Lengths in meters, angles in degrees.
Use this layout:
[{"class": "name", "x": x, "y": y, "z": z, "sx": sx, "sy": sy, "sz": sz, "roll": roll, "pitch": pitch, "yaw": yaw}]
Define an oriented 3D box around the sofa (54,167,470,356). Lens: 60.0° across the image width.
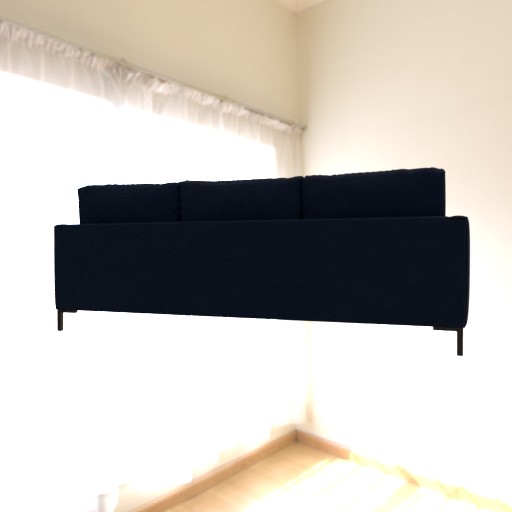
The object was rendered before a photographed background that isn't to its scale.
[{"class": "sofa", "x": 0.000, "y": 0.000, "z": 2.685, "sx": 2.252, "sy": 0.879, "sz": 0.875, "roll": 0, "pitch": 1, "yaw": 17}]
